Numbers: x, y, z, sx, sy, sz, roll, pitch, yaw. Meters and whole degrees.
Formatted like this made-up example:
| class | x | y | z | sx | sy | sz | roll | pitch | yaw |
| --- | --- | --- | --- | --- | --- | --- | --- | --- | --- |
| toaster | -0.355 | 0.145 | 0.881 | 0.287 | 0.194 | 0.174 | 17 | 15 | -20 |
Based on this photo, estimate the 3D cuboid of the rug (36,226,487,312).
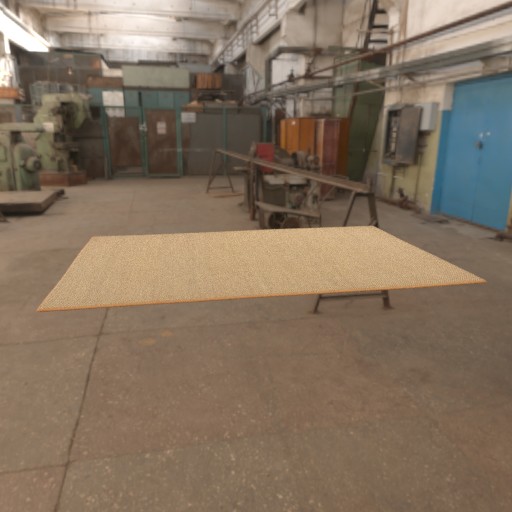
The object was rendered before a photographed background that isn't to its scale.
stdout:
| class | x | y | z | sx | sy | sz | roll | pitch | yaw |
| --- | --- | --- | --- | --- | --- | --- | --- | --- | --- |
| rug | 0.000 | 0.000 | 2.115 | 1.678 | 0.013 | 1.078 | -3 | 16 | -10 |
